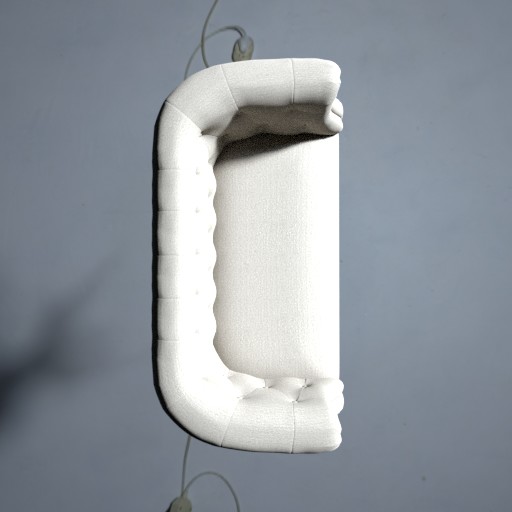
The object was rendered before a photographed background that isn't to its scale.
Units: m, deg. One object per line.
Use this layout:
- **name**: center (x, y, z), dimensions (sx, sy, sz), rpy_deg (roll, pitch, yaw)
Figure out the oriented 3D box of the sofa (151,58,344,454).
- **sofa**: center (0.000, 0.000, 2.076), dimensions (0.835, 0.827, 1.558), rpy_deg (0, 89, -1)
